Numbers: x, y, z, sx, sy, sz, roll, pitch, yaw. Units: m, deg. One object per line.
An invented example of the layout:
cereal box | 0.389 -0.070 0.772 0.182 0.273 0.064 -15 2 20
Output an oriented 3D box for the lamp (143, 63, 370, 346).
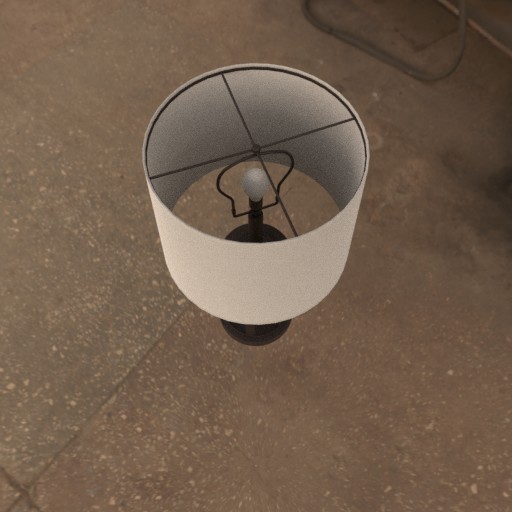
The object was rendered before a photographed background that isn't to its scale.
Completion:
lamp | 0.000 0.000 0.661 0.251 0.509 0.251 0 65 0
